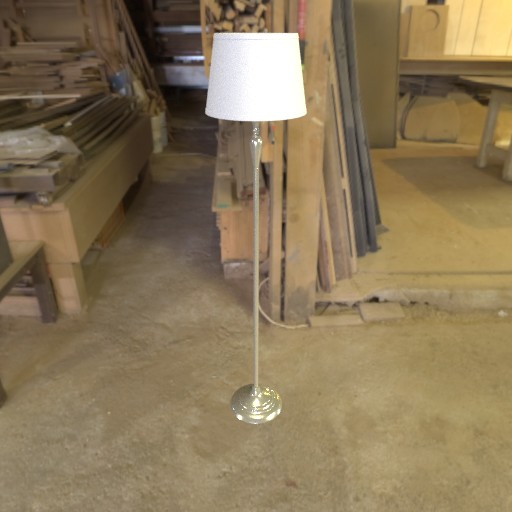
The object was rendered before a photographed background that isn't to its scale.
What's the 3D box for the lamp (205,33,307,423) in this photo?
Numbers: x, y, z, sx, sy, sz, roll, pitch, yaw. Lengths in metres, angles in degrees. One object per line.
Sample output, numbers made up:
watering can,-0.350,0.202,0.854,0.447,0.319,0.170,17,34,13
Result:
lamp,0.000,0.000,1.677,0.327,1.506,0.327,0,27,1
